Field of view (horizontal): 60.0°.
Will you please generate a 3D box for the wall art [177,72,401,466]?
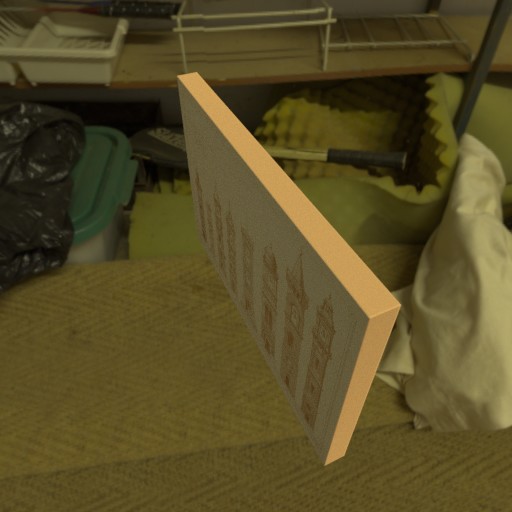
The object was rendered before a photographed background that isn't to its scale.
[{"bbox_3d":[0.000,0.000,0.781,0.039,0.407,0.609,-19,49,-17],"label":"wall art"}]
